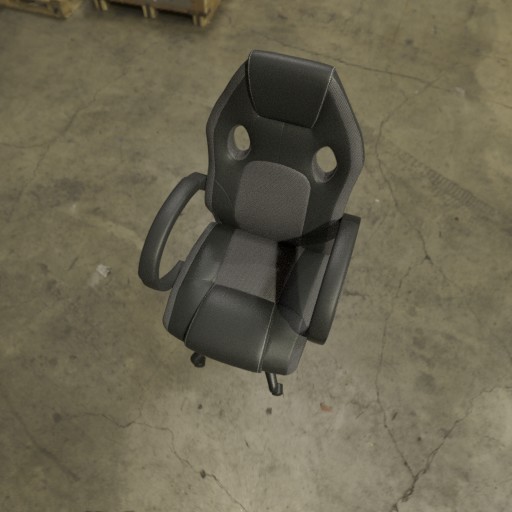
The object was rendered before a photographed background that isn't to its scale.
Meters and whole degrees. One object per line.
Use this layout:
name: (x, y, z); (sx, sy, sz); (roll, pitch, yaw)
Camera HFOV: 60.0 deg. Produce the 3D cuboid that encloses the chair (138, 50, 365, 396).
chair: (0.000, 0.000, 1.623); (0.673, 1.187, 0.724); (17, 59, 11)
